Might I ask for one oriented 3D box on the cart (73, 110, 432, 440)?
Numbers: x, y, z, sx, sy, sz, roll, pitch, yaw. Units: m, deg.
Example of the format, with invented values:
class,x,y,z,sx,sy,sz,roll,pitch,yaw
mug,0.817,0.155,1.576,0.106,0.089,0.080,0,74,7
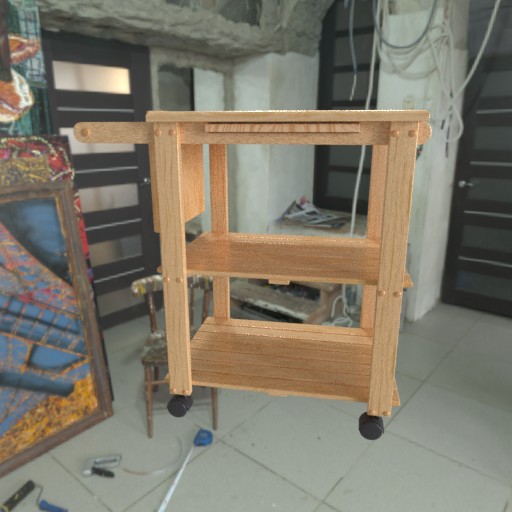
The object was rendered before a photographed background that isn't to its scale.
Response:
class,x,y,z,sx,sy,sz,roll,pitch,yaw
cart,0.000,0.000,1.322,0.843,0.816,0.520,3,16,10
